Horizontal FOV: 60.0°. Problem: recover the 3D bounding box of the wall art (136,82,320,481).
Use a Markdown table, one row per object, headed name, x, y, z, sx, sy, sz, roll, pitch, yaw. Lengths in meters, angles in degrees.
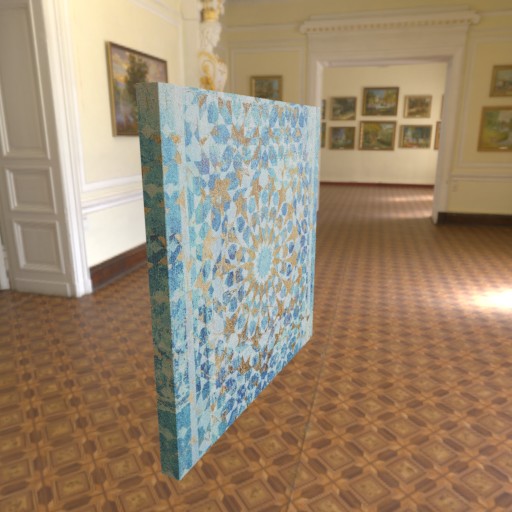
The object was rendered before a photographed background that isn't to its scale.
| name | x | y | z | sx | sy | sz | roll | pitch | yaw |
| --- | --- | --- | --- | --- | --- | --- | --- | --- | --- |
| wall art | 0.000 | 0.000 | 0.910 | 0.040 | 0.609 | 0.609 | 8 | 17 | 27 |
